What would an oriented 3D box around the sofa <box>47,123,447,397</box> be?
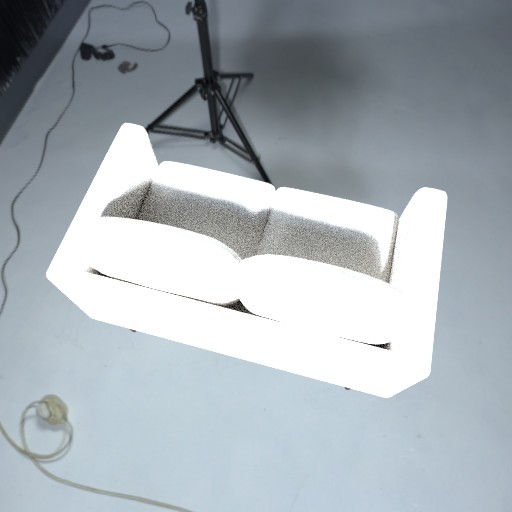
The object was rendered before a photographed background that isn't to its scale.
[{"bbox_3d":[0.000,0.000,1.942,1.430,0.908,0.796,14,65,6],"label":"sofa"}]
